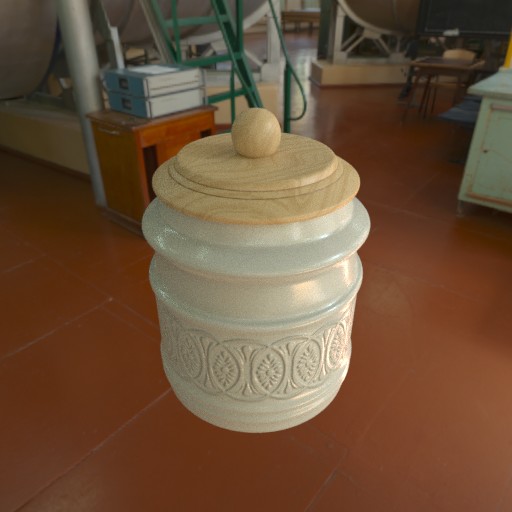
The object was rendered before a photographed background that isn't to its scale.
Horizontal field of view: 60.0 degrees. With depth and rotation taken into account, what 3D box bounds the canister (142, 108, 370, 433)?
[{"bbox_3d":[0.000,0.000,0.273,0.130,0.176,0.130,0,32,0],"label":"canister"}]
